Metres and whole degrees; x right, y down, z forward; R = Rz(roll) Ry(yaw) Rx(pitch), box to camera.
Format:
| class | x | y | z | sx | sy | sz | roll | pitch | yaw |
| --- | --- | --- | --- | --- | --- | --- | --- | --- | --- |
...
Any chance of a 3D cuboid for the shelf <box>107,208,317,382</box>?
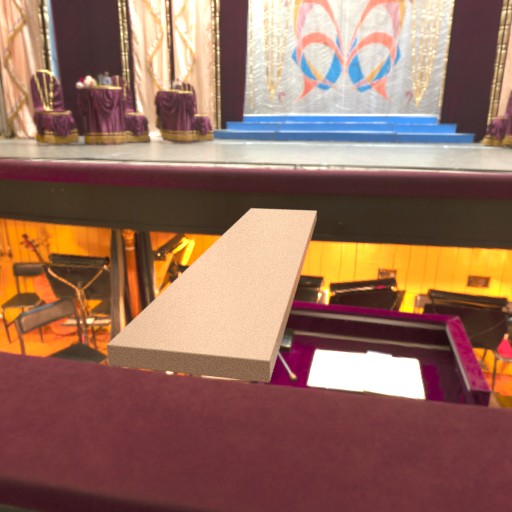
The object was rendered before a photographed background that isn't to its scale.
| class | x | y | z | sx | sy | sz | roll | pitch | yaw |
| --- | --- | --- | --- | --- | --- | --- | --- | --- | --- |
| shelf | 0.000 | 0.000 | 0.651 | 0.140 | 0.020 | 0.610 | 3 | 17 | 10 |
